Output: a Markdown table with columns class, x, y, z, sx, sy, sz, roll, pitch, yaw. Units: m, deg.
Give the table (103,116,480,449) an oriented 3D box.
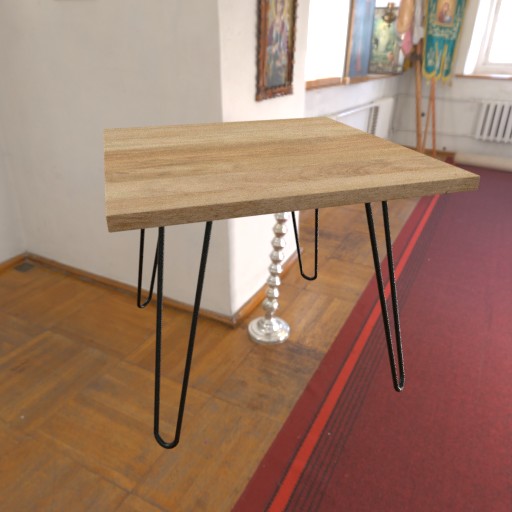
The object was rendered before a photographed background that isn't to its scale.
| class | x | y | z | sx | sy | sz | roll | pitch | yaw |
| --- | --- | --- | --- | --- | --- | --- | --- | --- | --- |
| table | 0.000 | 0.000 | 1.026 | 0.599 | 0.500 | 0.599 | -8 | 28 | -15 |
